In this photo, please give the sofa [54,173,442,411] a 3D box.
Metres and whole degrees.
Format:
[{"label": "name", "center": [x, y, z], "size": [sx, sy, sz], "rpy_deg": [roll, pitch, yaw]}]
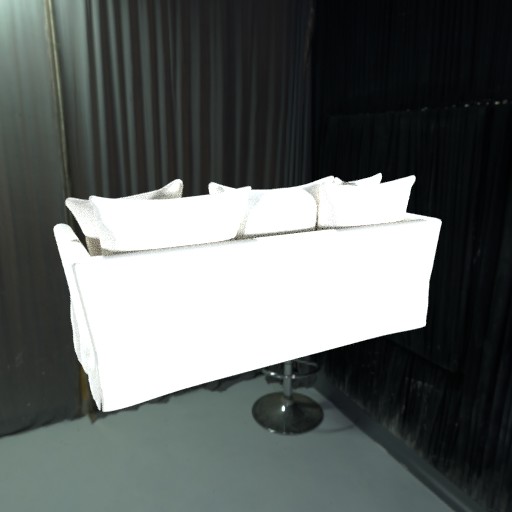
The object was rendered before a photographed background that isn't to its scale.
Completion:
[{"label": "sofa", "center": [0.000, 0.000, 2.870], "size": [2.290, 1.034, 1.031], "rpy_deg": [-8, 16, -27]}]
